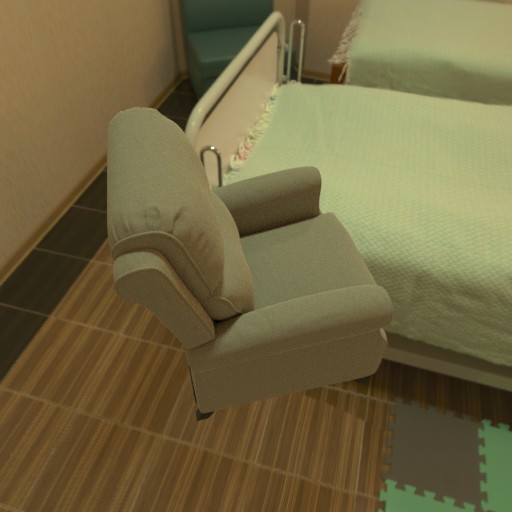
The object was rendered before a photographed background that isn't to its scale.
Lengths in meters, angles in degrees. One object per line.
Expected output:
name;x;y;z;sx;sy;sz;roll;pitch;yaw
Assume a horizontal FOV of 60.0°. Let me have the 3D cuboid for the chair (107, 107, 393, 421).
chair;0.000;0.000;1.719;0.919;1.046;0.859;-10;47;-9
